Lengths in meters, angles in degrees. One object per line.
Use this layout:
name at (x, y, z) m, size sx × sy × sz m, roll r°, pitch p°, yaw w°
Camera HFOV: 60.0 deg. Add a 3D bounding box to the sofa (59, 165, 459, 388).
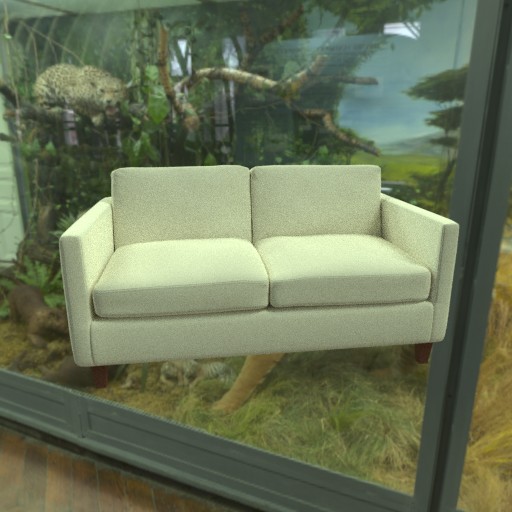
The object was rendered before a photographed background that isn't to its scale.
sofa at (0.000, 0.000, 2.316) m, size 1.702 × 0.888 × 0.964 m, roll -2°, pitch 17°, yaw -7°
